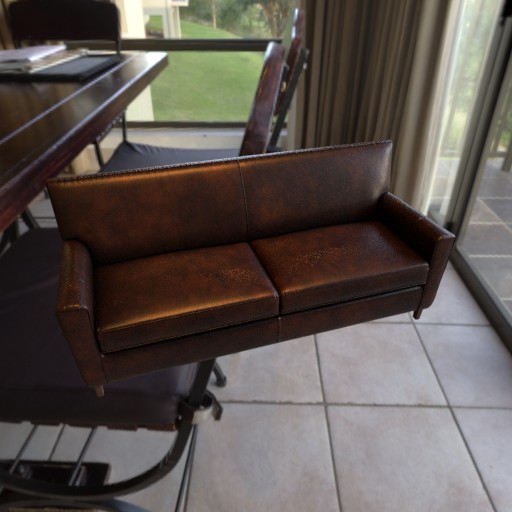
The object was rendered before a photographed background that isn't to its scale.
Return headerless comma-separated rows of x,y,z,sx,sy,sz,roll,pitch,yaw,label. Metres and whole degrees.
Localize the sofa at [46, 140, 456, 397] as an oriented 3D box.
0.000,0.000,2.437,1.995,0.871,0.786,-10,34,-15,sofa
